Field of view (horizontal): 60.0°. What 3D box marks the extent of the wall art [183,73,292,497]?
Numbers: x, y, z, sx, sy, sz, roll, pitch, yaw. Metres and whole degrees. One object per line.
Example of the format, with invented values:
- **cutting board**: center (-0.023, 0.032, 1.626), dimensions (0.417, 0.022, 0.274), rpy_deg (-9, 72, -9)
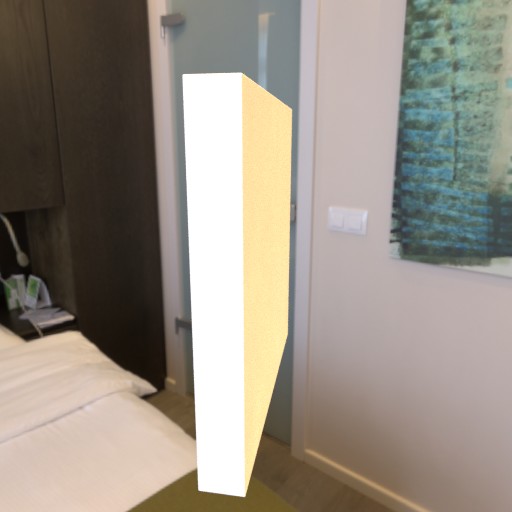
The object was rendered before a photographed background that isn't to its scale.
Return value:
- **wall art**: center (0.000, 0.000, 0.452), dimensions (0.038, 0.305, 0.305), rpy_deg (3, 15, 10)
